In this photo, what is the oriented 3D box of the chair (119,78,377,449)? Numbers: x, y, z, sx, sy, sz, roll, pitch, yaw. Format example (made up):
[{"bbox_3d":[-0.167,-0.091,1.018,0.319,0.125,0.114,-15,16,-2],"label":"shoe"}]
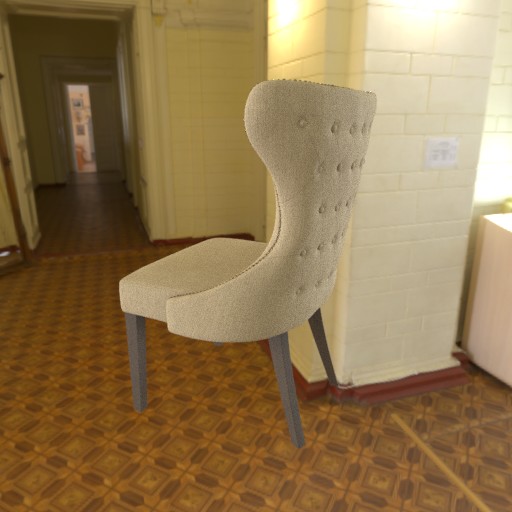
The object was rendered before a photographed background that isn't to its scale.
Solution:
[{"bbox_3d":[0.000,0.000,1.362,0.635,0.967,0.628,8,19,25],"label":"chair"}]
